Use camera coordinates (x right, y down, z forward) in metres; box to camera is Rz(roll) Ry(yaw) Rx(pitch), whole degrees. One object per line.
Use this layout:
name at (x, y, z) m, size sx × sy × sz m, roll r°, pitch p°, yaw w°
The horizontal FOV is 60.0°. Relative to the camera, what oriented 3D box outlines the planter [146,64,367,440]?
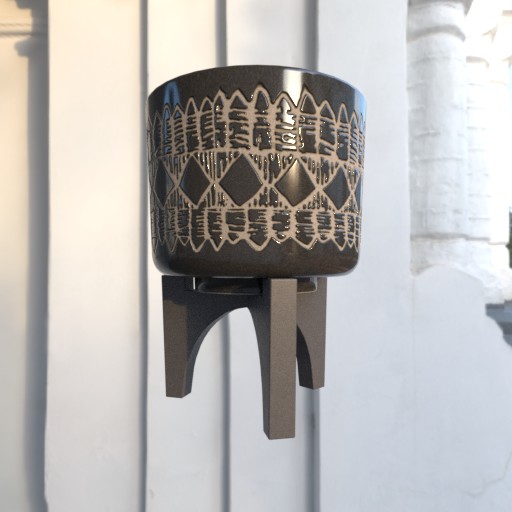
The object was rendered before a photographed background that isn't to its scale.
planter at (0.000, 0.000, 0.402) m, size 0.196 × 0.264 × 0.196 m, roll 0°, pitch -1°, yaw 17°
